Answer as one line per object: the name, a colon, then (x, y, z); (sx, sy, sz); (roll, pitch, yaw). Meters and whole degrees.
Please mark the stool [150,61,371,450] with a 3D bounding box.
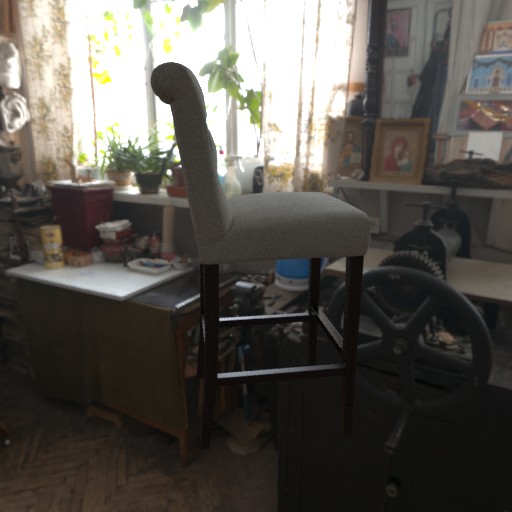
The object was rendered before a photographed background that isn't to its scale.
stool: (0.000, 0.000, 1.482); (0.601, 1.140, 0.493); (-2, 16, -9)
